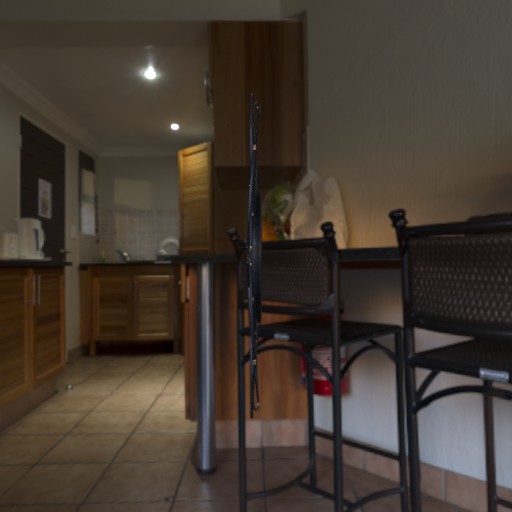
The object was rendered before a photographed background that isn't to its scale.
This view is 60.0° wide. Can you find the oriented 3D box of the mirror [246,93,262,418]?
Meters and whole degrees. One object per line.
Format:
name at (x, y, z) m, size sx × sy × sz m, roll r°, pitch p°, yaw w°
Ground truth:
mirror at (0.000, 0.000, 1.136) m, size 0.028 × 0.775 × 0.797 m, roll 0°, pitch 0°, yaw 1°
